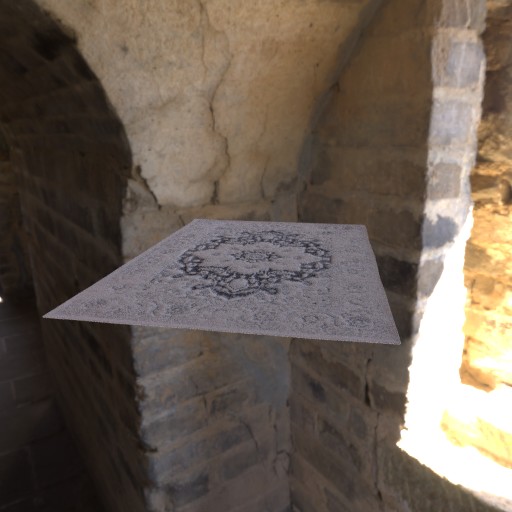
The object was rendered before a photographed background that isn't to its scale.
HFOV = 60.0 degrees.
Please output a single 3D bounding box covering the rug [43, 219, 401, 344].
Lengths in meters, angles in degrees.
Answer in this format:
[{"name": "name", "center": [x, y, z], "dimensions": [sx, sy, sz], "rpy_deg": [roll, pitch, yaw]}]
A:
[{"name": "rug", "center": [0.000, 0.000, 2.319], "dimensions": [1.223, 0.008, 1.813], "rpy_deg": [3, 16, 9]}]
